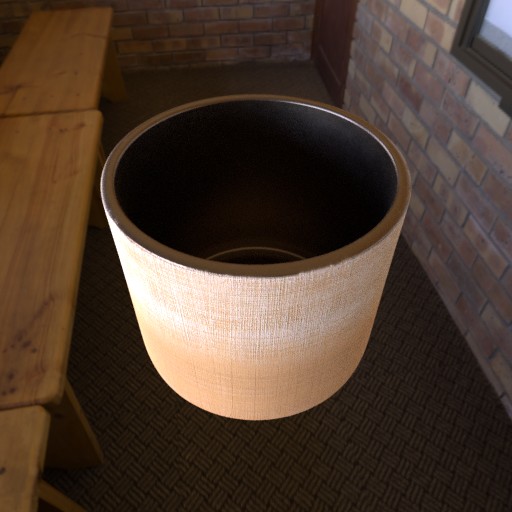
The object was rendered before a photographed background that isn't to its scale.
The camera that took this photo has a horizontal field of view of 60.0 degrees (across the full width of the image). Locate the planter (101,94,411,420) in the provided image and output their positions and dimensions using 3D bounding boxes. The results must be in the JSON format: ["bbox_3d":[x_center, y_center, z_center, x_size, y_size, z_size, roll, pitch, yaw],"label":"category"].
[{"bbox_3d":[0.000,0.000,0.442,0.254,0.221,0.254,0,46,0],"label":"planter"}]
